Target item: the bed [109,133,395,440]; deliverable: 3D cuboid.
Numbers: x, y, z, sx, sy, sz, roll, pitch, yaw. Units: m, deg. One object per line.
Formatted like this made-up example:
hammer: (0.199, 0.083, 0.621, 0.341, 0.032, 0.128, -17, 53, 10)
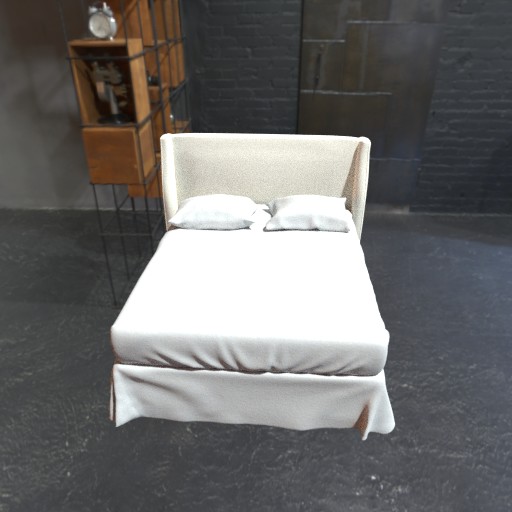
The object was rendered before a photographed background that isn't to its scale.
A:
bed: (0.000, 0.000, 3.437, 1.925, 1.332, 2.276, 2, 29, 3)
